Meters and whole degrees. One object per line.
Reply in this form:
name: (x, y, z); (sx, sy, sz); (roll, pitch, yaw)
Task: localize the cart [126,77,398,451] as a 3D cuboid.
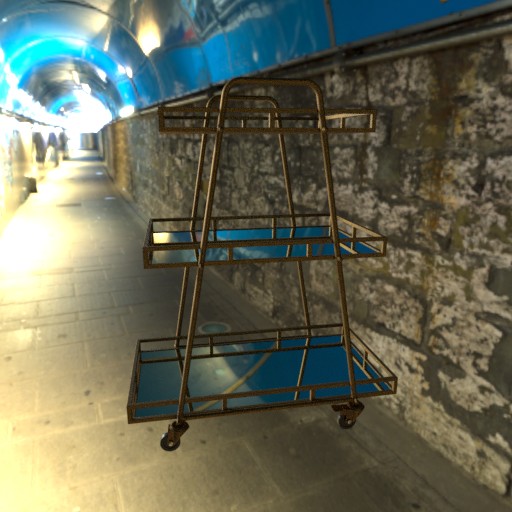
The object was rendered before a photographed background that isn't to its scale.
cart: (0.000, 0.000, 1.239); (0.711, 0.883, 0.441); (-3, 15, -10)
